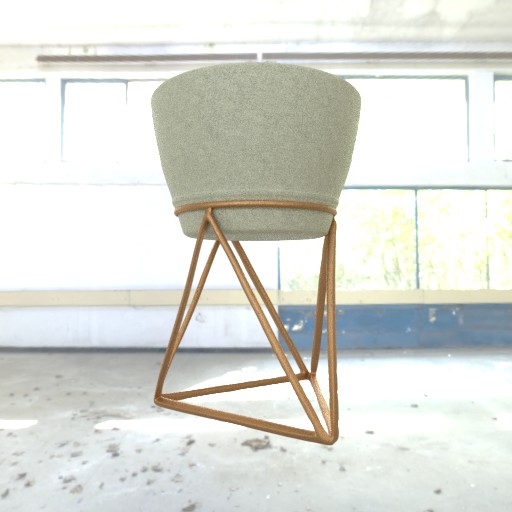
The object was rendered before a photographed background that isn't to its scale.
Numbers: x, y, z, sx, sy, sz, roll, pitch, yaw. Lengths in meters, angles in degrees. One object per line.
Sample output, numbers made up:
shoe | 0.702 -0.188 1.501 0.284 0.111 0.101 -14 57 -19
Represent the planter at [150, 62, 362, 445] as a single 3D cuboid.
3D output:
planter | 0.000 0.000 0.751 0.350 0.504 0.350 0 -1 1
